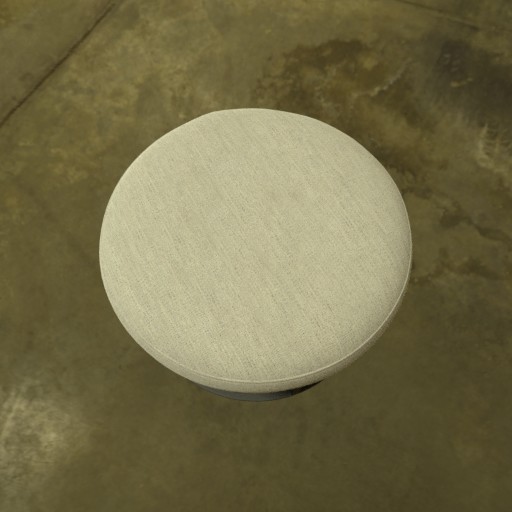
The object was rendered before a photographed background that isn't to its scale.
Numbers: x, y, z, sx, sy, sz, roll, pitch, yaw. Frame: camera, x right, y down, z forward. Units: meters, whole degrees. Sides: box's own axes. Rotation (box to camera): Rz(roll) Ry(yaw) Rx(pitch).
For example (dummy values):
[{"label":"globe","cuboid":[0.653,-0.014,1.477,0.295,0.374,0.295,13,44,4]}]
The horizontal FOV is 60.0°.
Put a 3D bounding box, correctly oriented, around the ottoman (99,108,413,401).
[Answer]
[{"label":"ottoman","cuboid":[0.000,0.000,1.224,0.769,0.459,0.769,0,64,0]}]
